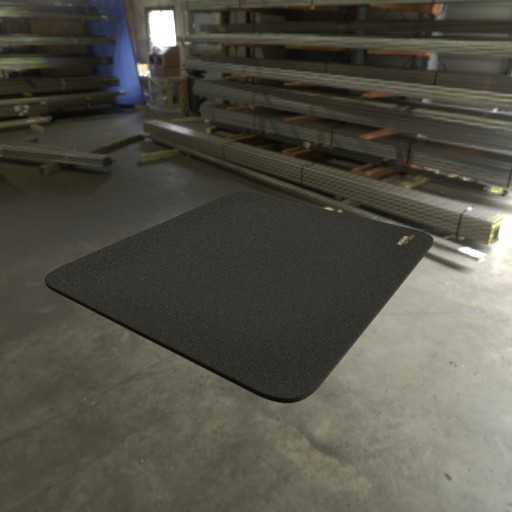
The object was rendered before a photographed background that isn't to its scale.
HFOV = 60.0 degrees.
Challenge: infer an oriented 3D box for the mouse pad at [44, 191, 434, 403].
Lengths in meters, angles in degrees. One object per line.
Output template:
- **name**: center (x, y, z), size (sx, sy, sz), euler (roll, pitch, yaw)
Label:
- **mouse pad**: center (0.000, 0.000, 0.328), size (0.203, 0.003, 0.229), euler (18, 32, 31)
